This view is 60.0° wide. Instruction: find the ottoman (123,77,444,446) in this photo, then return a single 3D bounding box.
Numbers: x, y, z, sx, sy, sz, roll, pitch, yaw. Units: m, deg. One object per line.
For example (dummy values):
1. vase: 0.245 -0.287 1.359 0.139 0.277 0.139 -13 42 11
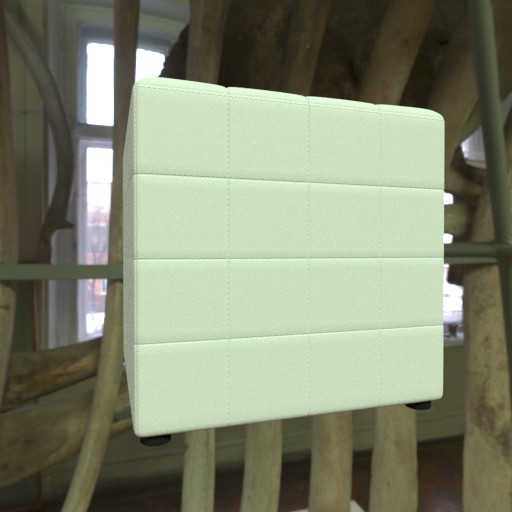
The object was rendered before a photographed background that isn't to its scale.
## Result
1. ottoman: 0.000 0.000 0.759 0.425 0.432 0.425 0 1 -18
